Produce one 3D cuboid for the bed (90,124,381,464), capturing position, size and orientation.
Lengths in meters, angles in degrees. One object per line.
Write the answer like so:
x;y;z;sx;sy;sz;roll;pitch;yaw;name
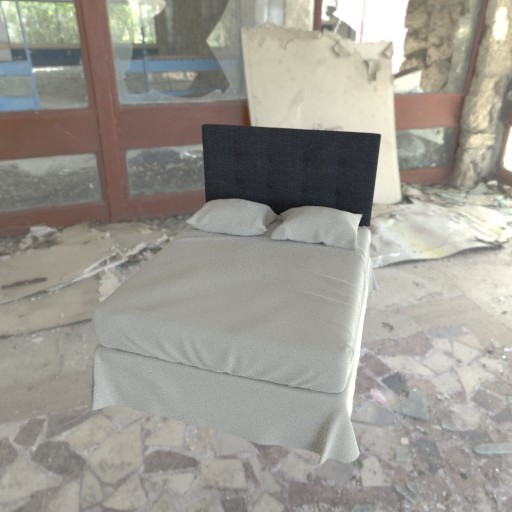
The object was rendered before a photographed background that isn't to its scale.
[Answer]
0.000;0.000;3.438;1.936;1.577;2.222;8;28;15;bed
